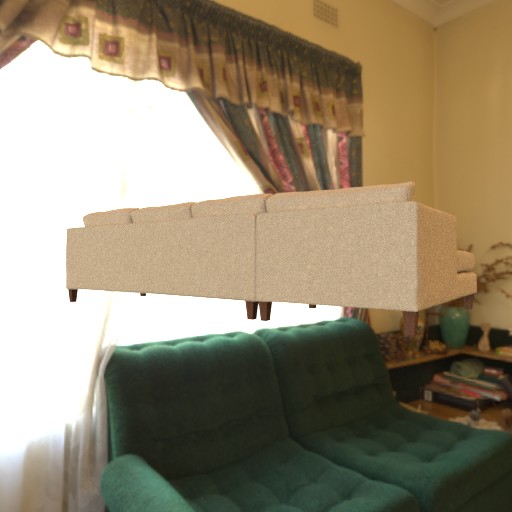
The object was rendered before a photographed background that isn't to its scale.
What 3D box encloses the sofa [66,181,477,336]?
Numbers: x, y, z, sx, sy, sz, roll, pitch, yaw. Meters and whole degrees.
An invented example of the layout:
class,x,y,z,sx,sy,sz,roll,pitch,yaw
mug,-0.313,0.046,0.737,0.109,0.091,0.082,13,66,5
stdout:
class,x,y,z,sx,sy,sz,roll,pitch,yaw
sofa,0.000,0.000,3.812,3.186,0.846,1.625,0,-1,36
